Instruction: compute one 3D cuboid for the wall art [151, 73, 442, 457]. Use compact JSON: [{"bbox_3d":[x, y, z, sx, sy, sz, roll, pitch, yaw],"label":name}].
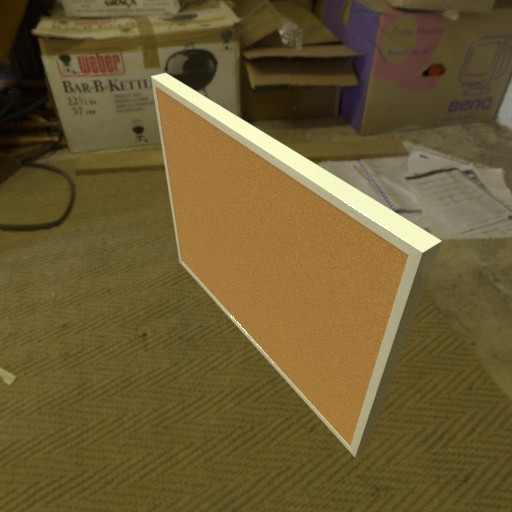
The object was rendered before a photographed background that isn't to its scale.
[{"bbox_3d":[0.000,0.000,1.346,0.053,0.787,1.041,-26,48,-26],"label":"wall art"}]
